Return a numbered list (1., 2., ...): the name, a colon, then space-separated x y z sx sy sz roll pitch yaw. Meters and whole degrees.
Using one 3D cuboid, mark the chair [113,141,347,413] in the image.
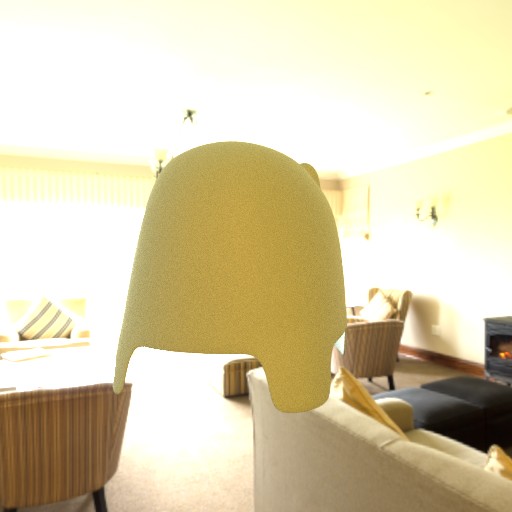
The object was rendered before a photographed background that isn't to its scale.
1. chair: 0.000 0.000 0.890 0.364 0.423 0.619 0 0 18
